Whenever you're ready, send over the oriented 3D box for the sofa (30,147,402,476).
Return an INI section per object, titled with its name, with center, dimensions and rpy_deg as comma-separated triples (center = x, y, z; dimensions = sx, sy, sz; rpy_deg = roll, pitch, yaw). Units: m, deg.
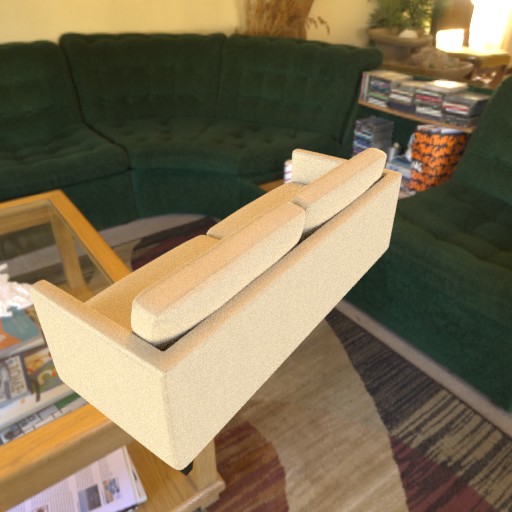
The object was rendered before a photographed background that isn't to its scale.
[sofa]
center = 0.000, 0.000, 2.824
dimensions = 0.948, 0.965, 2.434
rpy_deg = 22, 39, 30
